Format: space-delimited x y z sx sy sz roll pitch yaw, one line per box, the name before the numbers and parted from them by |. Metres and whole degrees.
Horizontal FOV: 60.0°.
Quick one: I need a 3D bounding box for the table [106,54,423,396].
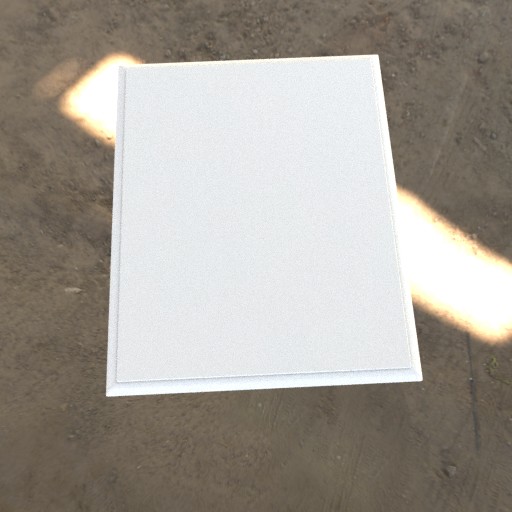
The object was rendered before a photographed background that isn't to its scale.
table | 0.000 0.000 0.831 0.381 0.531 0.460 -3 75 -1
